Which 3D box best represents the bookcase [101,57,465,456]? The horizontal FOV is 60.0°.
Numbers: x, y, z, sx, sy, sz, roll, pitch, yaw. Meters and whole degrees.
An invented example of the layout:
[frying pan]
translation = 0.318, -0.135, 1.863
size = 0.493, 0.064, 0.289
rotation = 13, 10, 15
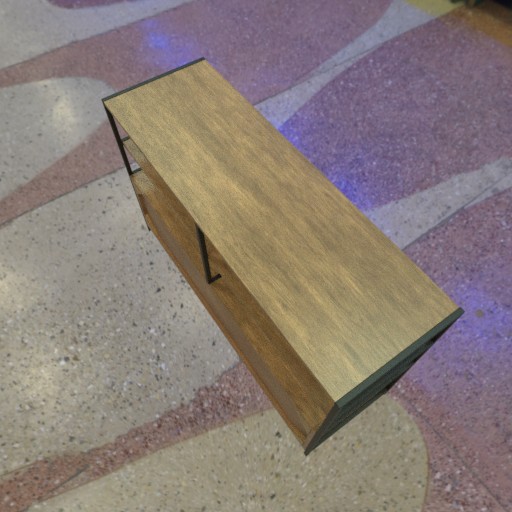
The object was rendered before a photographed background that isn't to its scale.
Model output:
[bookcase]
translation = 0.000, 0.000, 1.507
size = 0.391, 0.712, 1.149
rotation = -31, 63, -17
